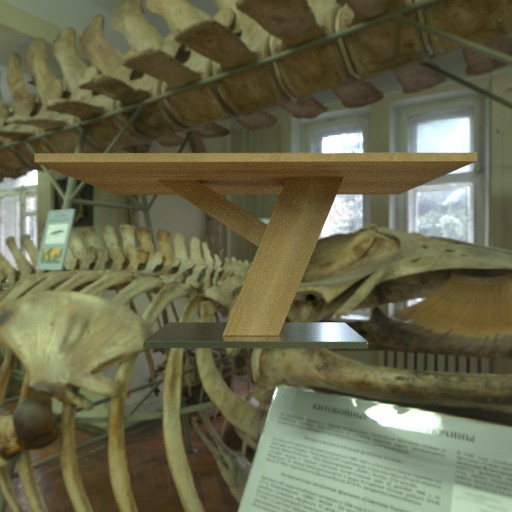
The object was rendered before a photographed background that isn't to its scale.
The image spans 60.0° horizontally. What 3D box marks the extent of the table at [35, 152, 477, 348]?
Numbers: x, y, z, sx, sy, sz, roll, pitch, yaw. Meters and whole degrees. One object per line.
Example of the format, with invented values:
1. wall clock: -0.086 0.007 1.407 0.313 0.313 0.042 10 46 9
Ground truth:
1. table: 0.000 0.000 2.054 1.600 0.750 0.900 0 0 1
